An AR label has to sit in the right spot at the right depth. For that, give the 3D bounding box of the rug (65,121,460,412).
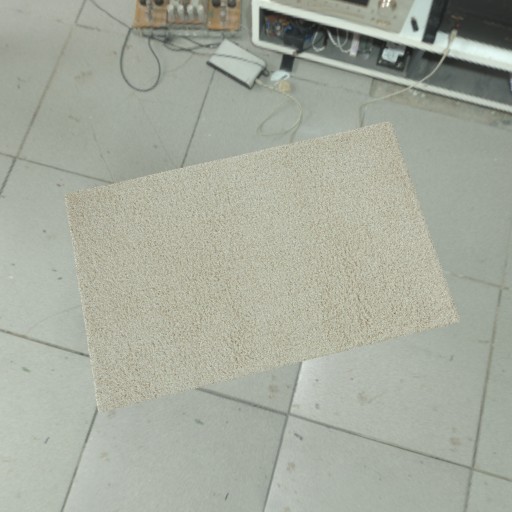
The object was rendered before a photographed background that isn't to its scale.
[{"bbox_3d":[0.000,0.000,3.059,2.438,0.030,1.524,-13,77,-3],"label":"rug"}]
